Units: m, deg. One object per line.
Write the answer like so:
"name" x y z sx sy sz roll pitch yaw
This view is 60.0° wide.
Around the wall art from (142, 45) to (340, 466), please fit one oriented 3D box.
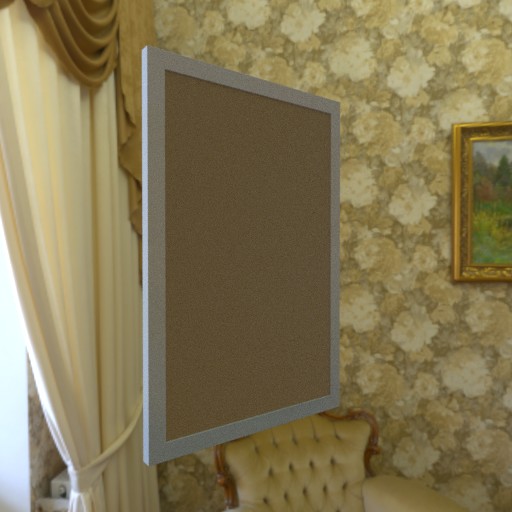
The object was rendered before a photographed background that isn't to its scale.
"wall art" 0.000 0.000 1.448 0.764 1.143 0.038 -1 1 -37
